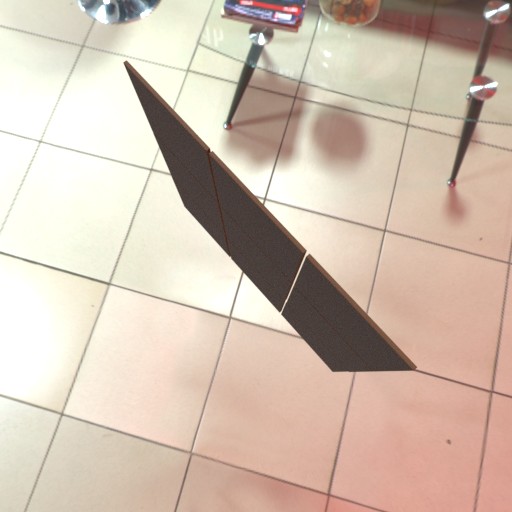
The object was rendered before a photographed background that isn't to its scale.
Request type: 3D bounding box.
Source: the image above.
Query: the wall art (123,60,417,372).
[{"bbox_3d":[0.000,0.000,2.286,0.017,1.521,1.527,-40,79,-10],"label":"wall art"}]
